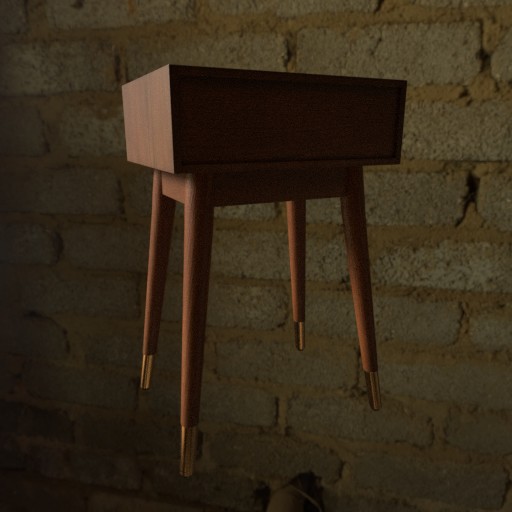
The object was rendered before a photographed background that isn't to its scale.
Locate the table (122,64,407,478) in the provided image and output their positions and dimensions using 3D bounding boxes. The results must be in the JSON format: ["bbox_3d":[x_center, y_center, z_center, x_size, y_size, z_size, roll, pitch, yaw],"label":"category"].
[{"bbox_3d":[0.000,0.000,0.820,0.406,0.599,0.300,-8,17,-26],"label":"table"}]
